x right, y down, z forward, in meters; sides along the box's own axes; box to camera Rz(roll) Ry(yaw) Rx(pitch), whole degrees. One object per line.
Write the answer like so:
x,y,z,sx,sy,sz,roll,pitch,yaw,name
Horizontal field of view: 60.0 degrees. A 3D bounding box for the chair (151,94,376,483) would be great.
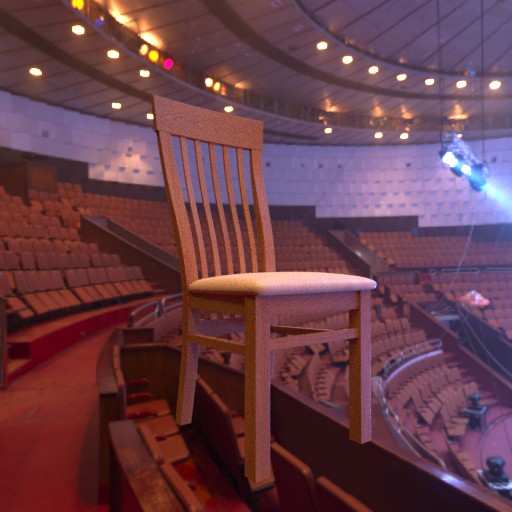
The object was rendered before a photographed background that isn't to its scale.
0.000,0.000,1.360,0.450,1.050,0.580,1,-1,-37,chair
